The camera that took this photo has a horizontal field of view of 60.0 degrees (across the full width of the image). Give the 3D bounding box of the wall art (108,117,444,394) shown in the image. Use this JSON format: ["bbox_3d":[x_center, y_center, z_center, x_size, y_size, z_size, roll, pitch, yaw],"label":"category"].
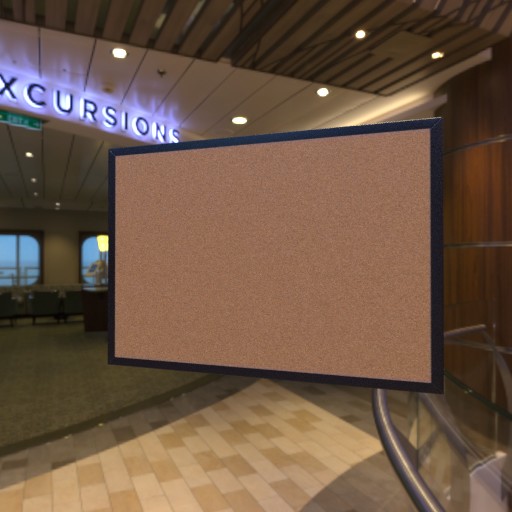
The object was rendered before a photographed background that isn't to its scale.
[{"bbox_3d":[0.000,0.000,0.565,0.440,0.306,0.013,0,-1,19],"label":"wall art"}]
